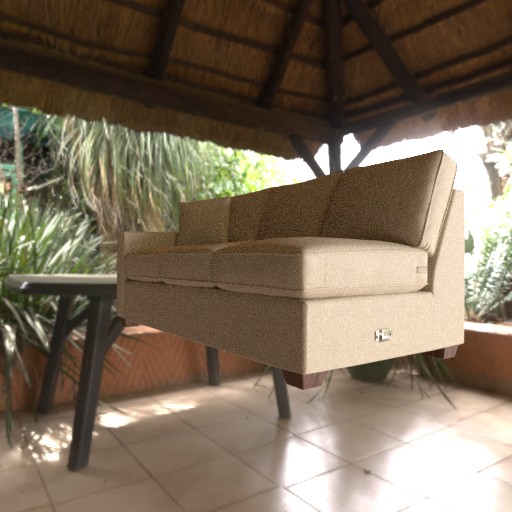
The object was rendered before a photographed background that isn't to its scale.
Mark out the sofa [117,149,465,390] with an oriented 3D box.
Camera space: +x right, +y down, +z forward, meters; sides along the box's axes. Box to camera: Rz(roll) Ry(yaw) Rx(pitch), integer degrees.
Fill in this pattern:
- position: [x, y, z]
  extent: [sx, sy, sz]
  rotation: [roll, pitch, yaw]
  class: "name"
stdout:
- position: [0.000, 0.000, 2.542]
  extent: [1.034, 0.946, 1.962]
  rotation: [0, -1, -35]
  class: "sofa"
